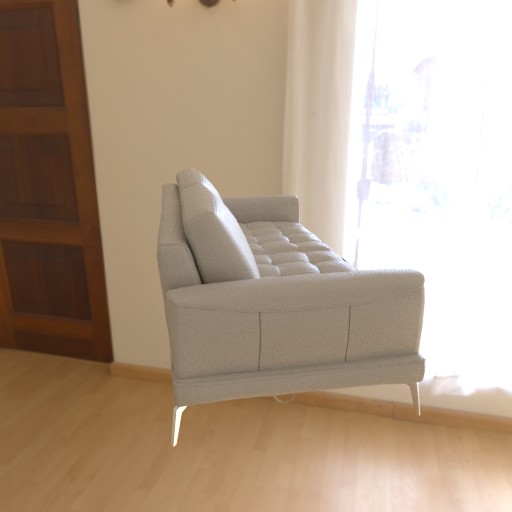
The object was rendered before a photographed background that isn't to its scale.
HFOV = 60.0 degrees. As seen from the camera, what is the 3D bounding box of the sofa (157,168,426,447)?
[{"bbox_3d":[0.000,0.000,2.740,1.121,0.930,2.177,-3,17,-10],"label":"sofa"}]
